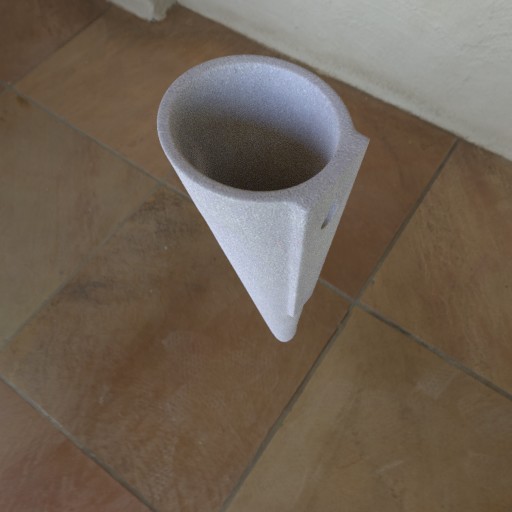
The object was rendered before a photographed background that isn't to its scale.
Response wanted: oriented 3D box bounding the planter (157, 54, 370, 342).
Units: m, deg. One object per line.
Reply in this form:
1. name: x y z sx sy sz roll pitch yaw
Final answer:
1. planter: 0.000 0.000 0.302 0.087 0.259 0.078 35 69 15
